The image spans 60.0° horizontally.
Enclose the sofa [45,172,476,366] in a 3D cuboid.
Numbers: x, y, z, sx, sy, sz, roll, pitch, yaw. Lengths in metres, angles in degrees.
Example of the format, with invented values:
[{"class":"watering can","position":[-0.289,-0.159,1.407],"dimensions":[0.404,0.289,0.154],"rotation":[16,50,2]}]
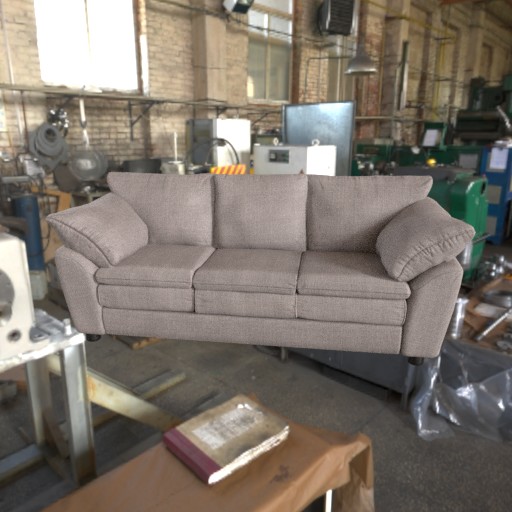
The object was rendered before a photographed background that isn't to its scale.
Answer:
[{"class":"sofa","position":[0.000,0.000,2.802],"dimensions":[2.334,0.996,0.878],"rotation":[2,15,9]}]
